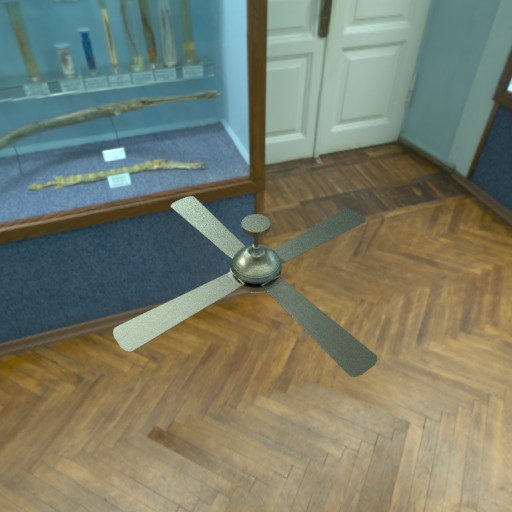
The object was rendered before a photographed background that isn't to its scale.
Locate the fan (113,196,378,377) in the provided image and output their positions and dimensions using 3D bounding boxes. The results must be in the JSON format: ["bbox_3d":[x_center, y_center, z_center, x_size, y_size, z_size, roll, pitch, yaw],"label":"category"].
[{"bbox_3d":[0.000,0.000,2.014,1.321,0.381,1.321,-12,44,-12],"label":"fan"}]
